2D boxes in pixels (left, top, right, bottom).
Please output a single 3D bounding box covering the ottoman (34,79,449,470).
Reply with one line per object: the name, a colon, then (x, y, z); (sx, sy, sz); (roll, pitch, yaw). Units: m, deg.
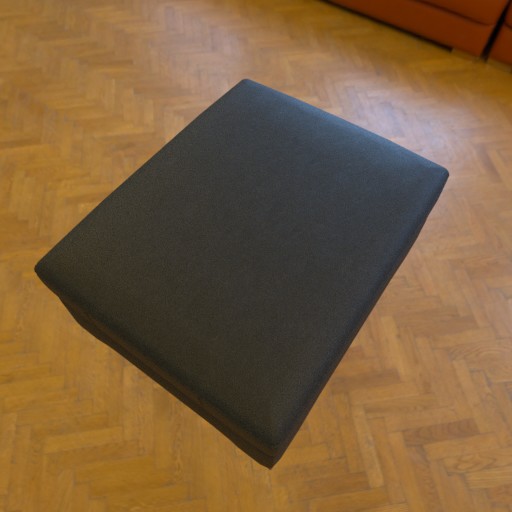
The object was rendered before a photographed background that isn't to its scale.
ottoman: (0.000, 0.000, 1.753); (0.967, 0.696, 1.187); (31, 63, 18)
